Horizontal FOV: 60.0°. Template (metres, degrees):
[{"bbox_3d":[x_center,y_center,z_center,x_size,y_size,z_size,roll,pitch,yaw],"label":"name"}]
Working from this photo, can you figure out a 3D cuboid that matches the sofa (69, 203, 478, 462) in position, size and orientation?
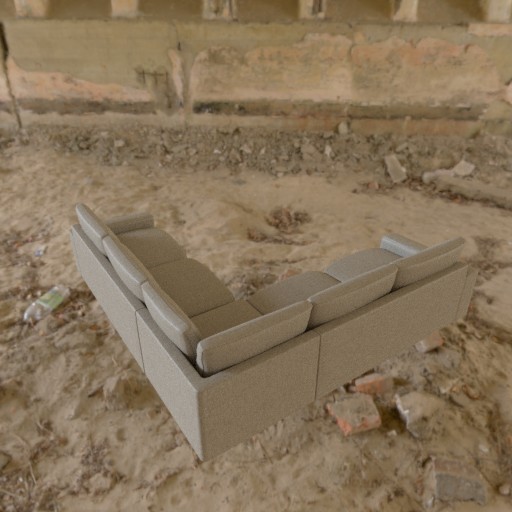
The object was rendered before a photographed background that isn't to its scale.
[{"bbox_3d":[0.000,0.000,4.063,2.622,0.800,2.742,-18,34,-30],"label":"sofa"}]
